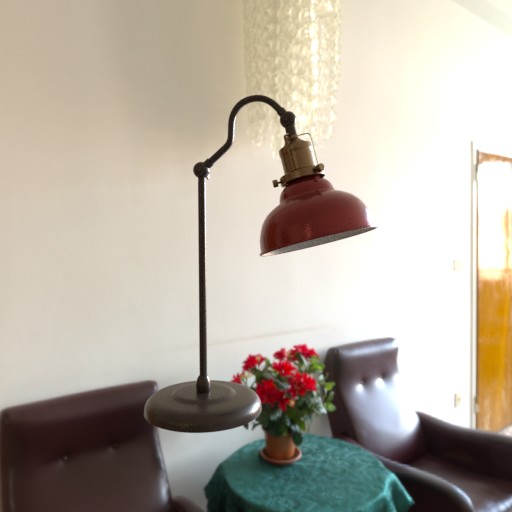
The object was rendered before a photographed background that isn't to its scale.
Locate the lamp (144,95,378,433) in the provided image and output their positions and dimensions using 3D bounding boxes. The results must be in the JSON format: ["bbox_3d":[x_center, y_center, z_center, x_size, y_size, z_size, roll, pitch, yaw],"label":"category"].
[{"bbox_3d":[0.000,0.000,0.703,0.374,0.508,0.192,0,1,18],"label":"lamp"}]
